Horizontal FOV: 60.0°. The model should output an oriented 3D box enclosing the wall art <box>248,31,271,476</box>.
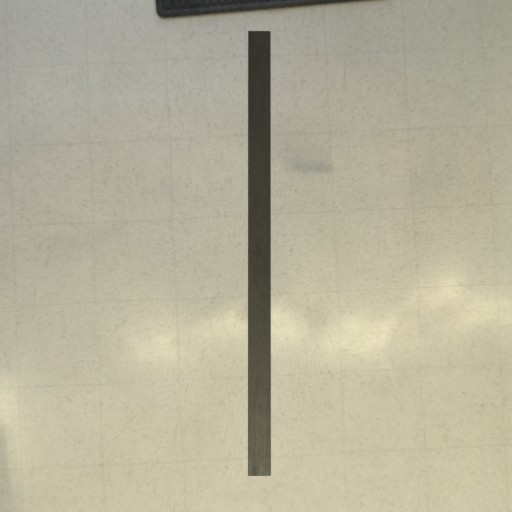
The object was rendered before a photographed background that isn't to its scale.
[{"bbox_3d":[0.000,0.000,1.139,0.039,0.763,0.763,0,89,-1],"label":"wall art"}]
